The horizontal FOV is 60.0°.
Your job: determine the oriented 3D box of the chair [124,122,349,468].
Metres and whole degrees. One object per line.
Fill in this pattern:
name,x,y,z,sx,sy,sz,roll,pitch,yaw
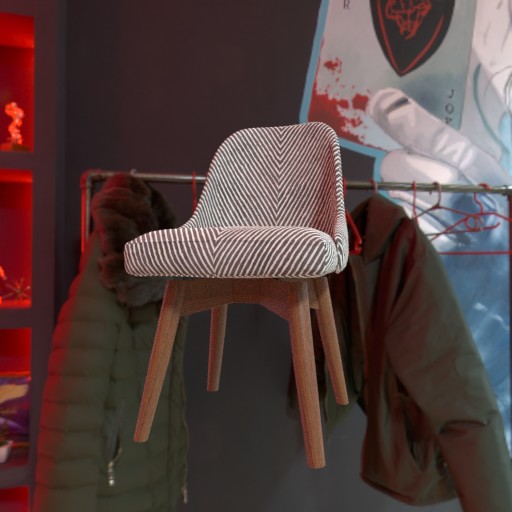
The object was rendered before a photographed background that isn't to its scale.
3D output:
chair,0.000,0.000,1.231,0.504,0.883,0.591,0,0,18
